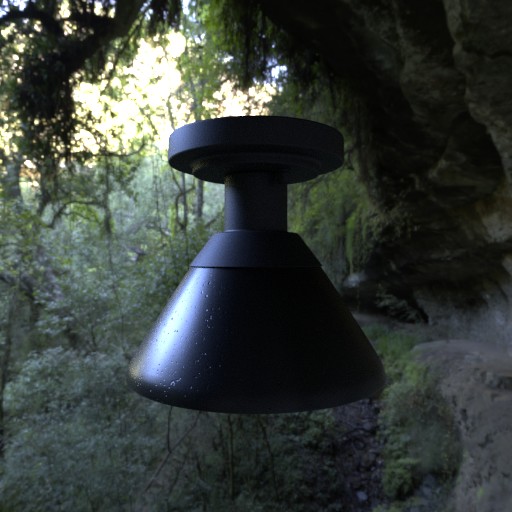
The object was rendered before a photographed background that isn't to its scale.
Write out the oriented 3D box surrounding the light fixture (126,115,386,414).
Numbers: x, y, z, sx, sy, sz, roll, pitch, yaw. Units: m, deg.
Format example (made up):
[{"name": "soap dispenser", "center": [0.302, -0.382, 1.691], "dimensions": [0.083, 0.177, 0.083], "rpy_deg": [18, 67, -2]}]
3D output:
[{"name": "light fixture", "center": [0.000, 0.000, 0.356], "dimensions": [0.200, 0.183, 0.200], "rpy_deg": [0, 0, 0]}]
